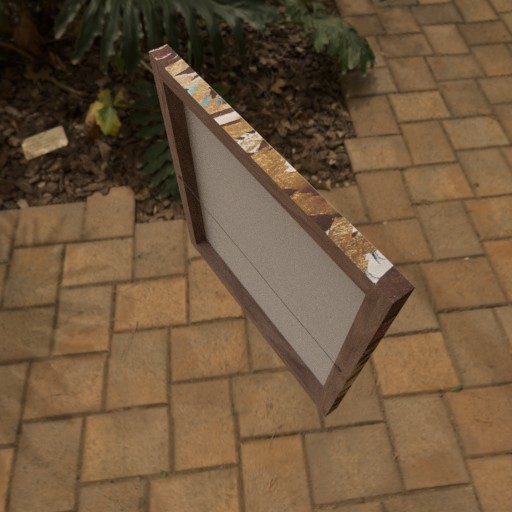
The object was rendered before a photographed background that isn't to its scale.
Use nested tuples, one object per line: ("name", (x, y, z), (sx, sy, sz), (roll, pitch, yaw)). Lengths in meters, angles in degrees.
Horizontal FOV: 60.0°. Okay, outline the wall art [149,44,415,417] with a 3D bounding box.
("wall art", (0.000, 0.000, 0.923), (0.041, 0.613, 0.609), (-31, 63, -18))
